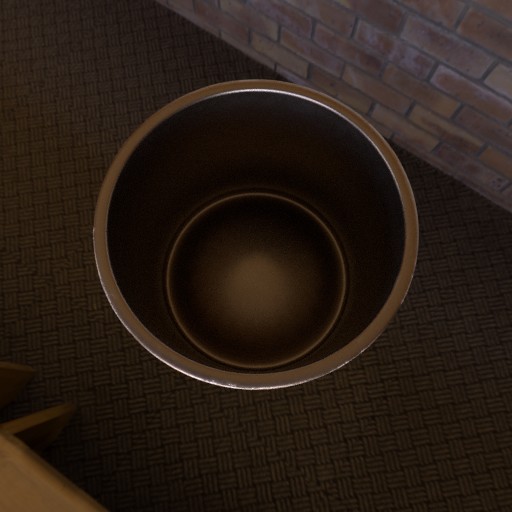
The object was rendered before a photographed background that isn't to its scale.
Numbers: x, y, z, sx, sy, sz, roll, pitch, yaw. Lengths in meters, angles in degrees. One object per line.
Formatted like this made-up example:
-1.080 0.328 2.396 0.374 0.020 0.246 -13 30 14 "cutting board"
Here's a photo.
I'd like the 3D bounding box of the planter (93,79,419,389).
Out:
0.000 0.000 0.444 0.254 0.221 0.254 0 75 0 "planter"
